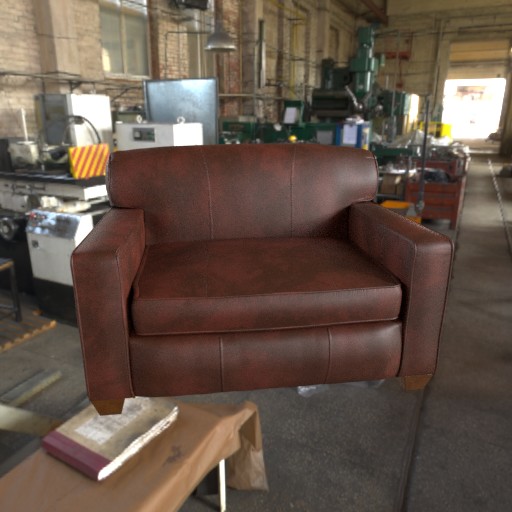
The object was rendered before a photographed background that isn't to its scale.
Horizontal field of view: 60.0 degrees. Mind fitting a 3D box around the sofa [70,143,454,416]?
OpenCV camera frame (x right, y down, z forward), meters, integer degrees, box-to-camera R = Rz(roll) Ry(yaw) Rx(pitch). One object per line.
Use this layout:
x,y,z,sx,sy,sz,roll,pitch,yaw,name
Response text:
0.000,0.000,2.027,1.413,0.956,1.000,-2,18,-7,sofa
